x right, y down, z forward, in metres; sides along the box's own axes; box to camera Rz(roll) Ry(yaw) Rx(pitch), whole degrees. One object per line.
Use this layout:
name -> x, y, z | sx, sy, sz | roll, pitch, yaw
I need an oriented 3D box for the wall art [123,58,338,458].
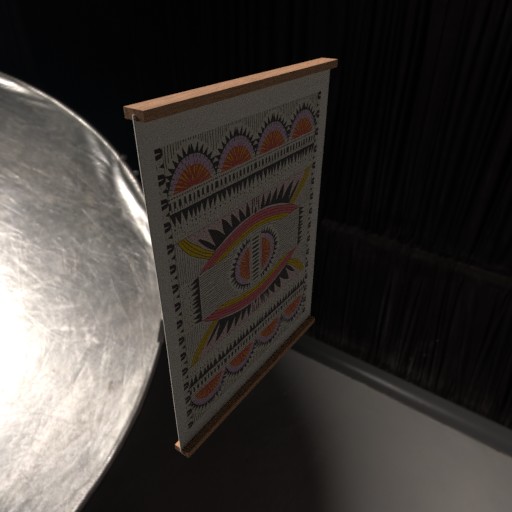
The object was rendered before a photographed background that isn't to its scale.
wall art -> 0.000, 0.000, 0.695 | 0.028, 0.527, 0.403 | 21, 37, 30
